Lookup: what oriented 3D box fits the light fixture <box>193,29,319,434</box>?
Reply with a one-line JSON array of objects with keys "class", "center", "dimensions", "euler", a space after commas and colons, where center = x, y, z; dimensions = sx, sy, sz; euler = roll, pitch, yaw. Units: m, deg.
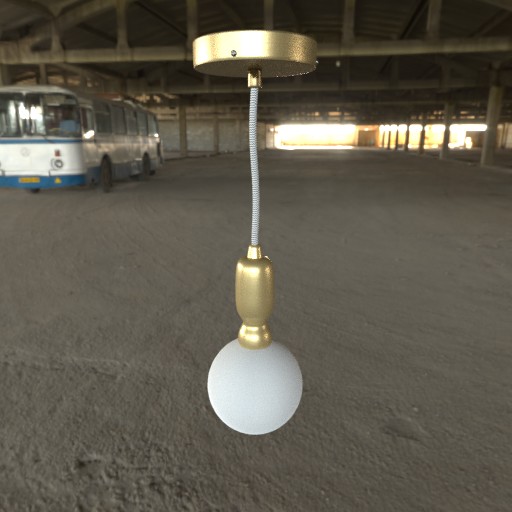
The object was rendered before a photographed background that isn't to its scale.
[{"class": "light fixture", "center": [0.000, 0.000, 0.581], "dimensions": [0.146, 0.510, 0.147], "euler": [3, 15, 10]}]
